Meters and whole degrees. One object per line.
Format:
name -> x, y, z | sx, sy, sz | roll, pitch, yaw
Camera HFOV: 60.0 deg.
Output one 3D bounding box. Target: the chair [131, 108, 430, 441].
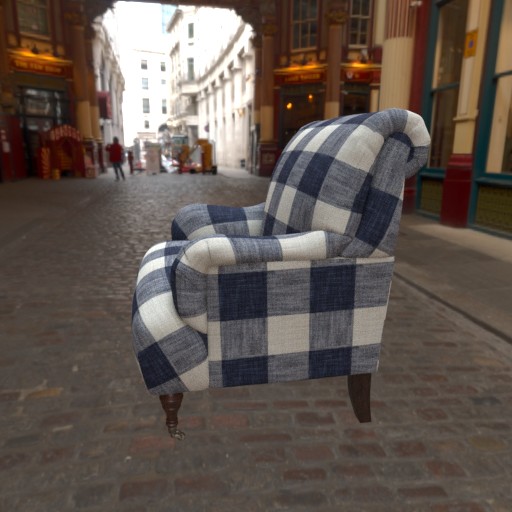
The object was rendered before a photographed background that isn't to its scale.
chair -> 0.000, 0.000, 1.568 | 0.848, 0.953, 0.781 | -3, 14, -10
